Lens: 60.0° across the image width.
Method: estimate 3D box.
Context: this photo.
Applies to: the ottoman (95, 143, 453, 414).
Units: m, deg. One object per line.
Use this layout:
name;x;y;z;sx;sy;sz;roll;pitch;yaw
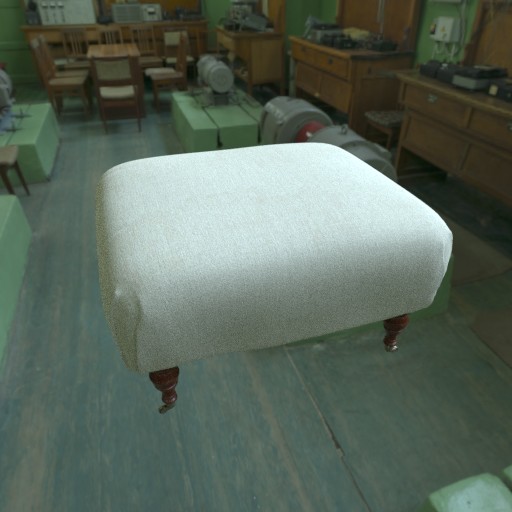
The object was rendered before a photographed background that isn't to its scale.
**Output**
ottoman;0.000;0.000;1.144;0.747;0.450;0.622;-10;34;-15
